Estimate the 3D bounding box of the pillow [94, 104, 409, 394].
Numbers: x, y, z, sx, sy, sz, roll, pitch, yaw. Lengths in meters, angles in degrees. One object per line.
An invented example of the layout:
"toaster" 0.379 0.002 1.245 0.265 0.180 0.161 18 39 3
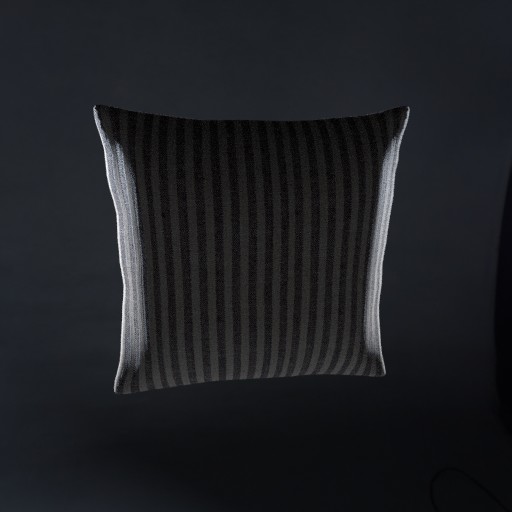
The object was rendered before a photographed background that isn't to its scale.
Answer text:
"pillow" 0.000 0.000 0.782 0.523 0.506 0.166 -2 16 -7
